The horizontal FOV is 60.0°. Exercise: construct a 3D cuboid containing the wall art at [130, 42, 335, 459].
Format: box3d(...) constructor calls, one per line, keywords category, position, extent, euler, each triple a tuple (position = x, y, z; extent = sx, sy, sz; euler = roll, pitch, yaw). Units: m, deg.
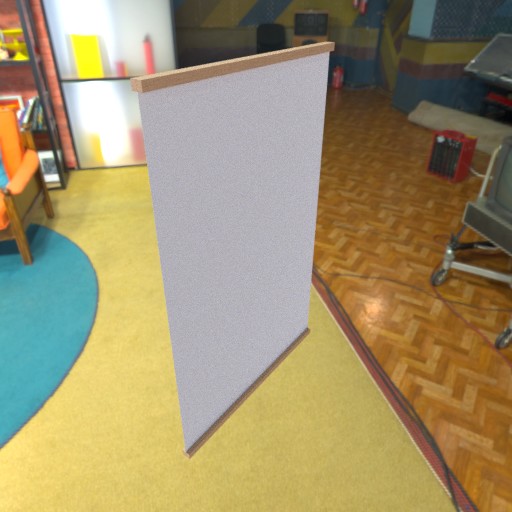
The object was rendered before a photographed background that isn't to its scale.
box3d(category="wall art", position=(0.000, 0.000, 0.738), extent=(0.016, 0.611, 0.401), euler=(21, 38, 31))
